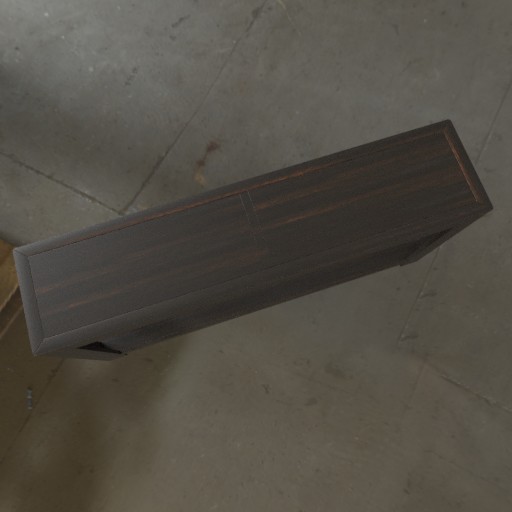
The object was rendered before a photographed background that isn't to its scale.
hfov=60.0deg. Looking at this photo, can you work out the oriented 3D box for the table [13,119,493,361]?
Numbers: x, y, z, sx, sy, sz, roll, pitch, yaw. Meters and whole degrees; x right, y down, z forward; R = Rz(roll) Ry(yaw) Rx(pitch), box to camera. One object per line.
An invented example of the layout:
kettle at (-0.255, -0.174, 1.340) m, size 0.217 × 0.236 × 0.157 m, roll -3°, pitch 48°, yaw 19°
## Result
table at (0.000, 0.000, 1.902) m, size 1.631 × 0.762 × 0.384 m, roll -17°, pitch 76°, yaw -4°
